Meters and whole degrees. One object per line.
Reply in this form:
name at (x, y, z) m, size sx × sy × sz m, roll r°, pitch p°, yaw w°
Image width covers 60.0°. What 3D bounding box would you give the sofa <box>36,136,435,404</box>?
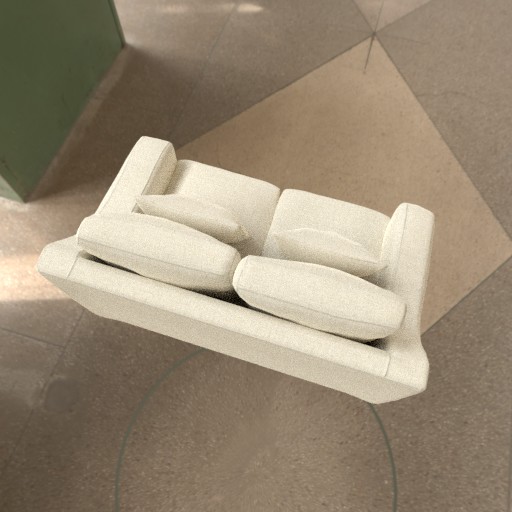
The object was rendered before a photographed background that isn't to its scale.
sofa at (0.000, 0.000, 2.325) m, size 1.744 × 1.047 × 1.040 m, roll 16°, pitch 65°, yaw 8°
